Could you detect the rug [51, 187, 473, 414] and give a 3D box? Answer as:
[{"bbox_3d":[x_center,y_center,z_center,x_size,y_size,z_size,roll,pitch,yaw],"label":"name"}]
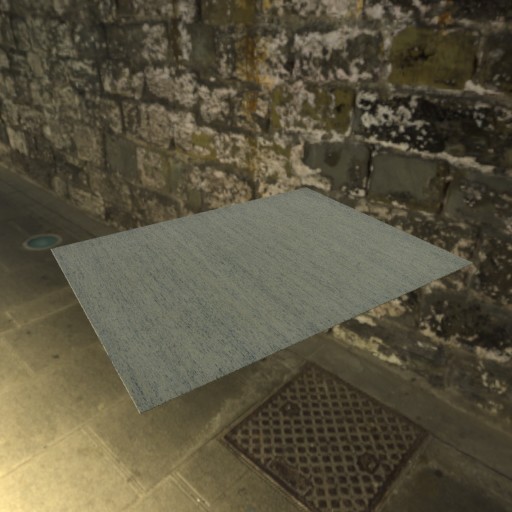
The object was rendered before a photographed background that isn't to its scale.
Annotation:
[{"bbox_3d":[0.000,0.000,4.212,3.197,0.006,2.438,-17,33,-29],"label":"rug"}]
